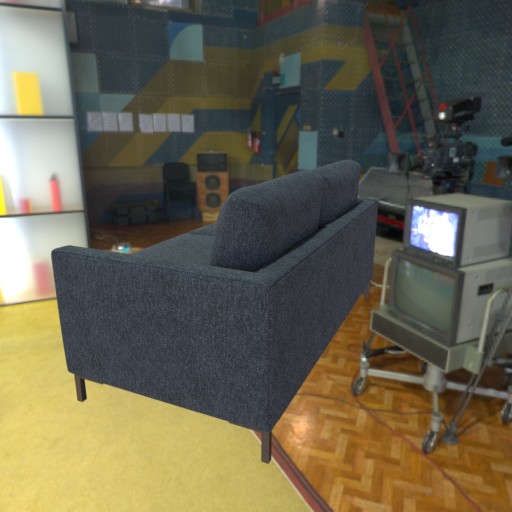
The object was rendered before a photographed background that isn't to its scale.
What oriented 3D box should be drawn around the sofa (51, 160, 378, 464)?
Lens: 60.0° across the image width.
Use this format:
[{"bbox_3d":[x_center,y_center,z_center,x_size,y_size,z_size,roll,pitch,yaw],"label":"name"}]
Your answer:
[{"bbox_3d":[0.000,0.000,2.180,0.866,0.862,1.716,7,18,24],"label":"sofa"}]
